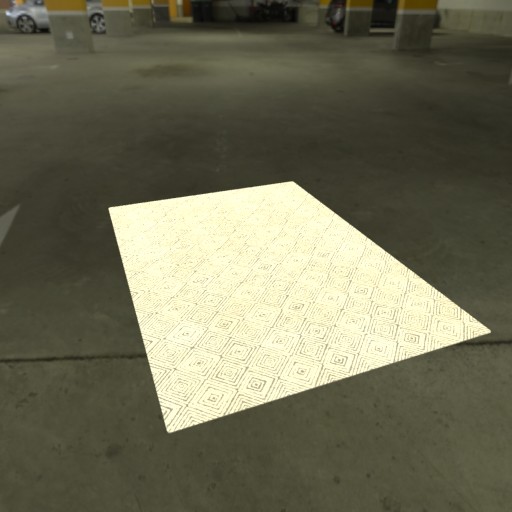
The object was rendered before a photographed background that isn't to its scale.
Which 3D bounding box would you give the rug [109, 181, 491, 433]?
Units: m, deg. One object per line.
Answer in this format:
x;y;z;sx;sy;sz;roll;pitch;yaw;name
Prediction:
0.000;0.000;2.813;1.593;0.008;2.238;-11;32;-19;rug
